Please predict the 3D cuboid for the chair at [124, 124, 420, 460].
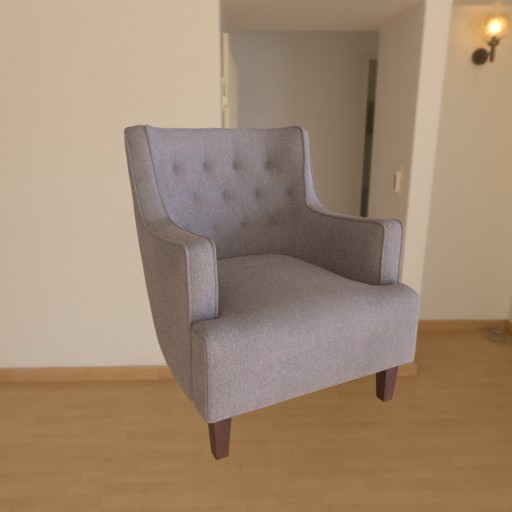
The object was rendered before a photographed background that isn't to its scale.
[{"bbox_3d":[0.000,0.000,1.607,0.781,0.919,0.910,-8,17,-26],"label":"chair"}]
